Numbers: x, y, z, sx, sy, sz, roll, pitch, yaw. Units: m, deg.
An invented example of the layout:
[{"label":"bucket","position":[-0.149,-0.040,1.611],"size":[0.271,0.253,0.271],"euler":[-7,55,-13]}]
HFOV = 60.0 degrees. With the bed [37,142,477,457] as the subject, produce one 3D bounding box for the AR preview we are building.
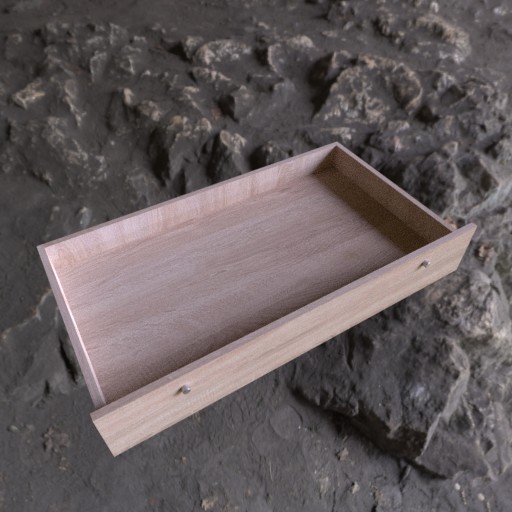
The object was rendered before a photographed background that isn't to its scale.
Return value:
[{"label":"bed","position":[0.000,0.000,1.424],"size":[1.200,0.209,0.685],"euler":[-23,50,-21]}]
